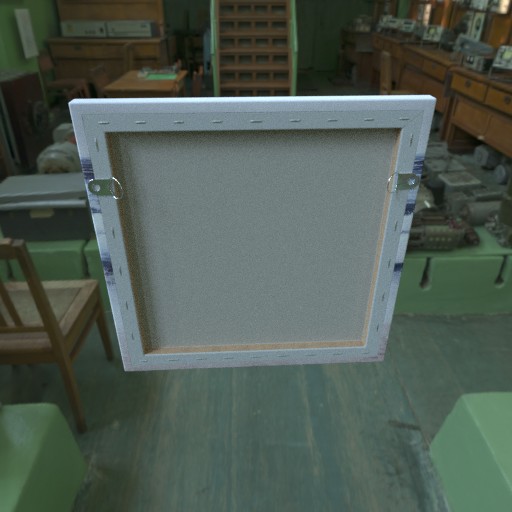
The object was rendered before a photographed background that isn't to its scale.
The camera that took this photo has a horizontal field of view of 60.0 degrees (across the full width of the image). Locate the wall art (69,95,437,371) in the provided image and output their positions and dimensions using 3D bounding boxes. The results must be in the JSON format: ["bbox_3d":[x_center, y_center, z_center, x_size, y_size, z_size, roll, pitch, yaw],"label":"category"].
[{"bbox_3d":[0.000,0.000,1.101,0.755,0.747,0.065,-2,31,-3],"label":"wall art"}]
